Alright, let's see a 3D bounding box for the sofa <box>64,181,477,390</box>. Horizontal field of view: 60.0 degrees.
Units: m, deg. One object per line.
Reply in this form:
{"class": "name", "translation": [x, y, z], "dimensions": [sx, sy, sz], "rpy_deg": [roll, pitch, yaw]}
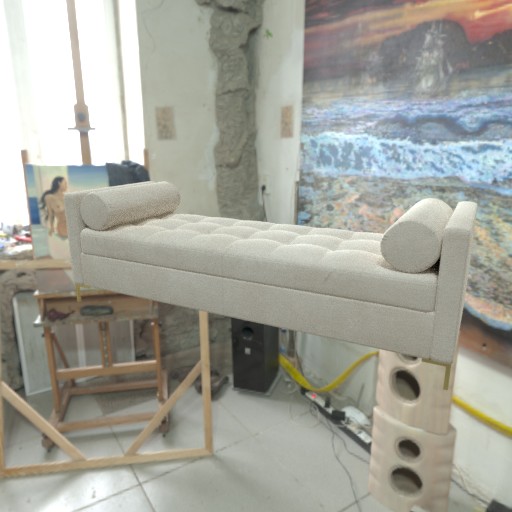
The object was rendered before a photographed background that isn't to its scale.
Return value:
{"class": "sofa", "translation": [0.000, 0.000, 2.296], "dimensions": [1.981, 0.635, 0.686], "rpy_deg": [8, 18, 26]}
